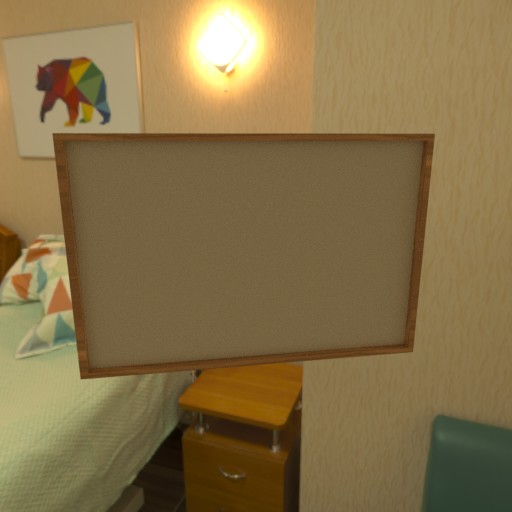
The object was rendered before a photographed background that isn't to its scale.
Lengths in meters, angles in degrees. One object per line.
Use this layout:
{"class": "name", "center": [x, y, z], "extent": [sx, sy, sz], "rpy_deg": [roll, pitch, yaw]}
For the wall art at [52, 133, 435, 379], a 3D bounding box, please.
{"class": "wall art", "center": [0.000, 0.000, 0.753], "extent": [0.604, 0.402, 0.018], "rpy_deg": [-2, 15, -9]}
